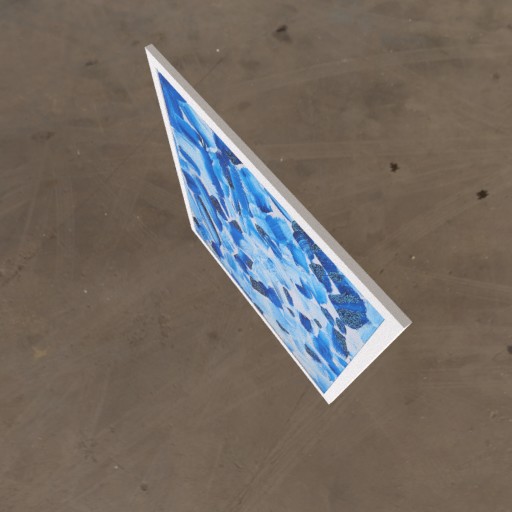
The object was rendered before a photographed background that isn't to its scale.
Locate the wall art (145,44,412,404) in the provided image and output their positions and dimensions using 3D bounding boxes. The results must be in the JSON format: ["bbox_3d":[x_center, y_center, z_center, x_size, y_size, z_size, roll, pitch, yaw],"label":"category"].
[{"bbox_3d":[0.000,0.000,0.987,0.015,0.660,0.660,-34,68,-15],"label":"wall art"}]
